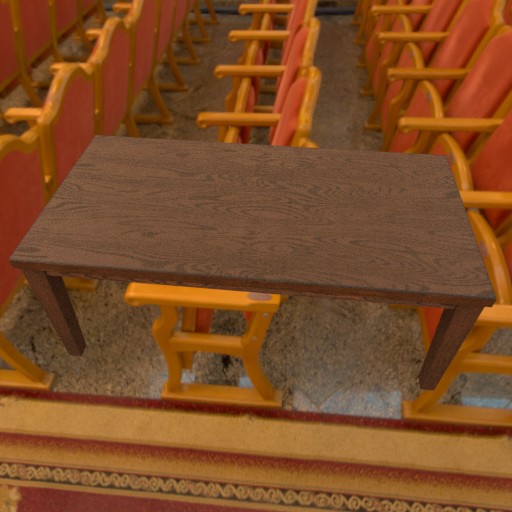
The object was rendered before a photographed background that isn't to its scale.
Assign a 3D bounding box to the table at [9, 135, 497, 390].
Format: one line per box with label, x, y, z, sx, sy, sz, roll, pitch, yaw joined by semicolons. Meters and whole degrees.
table;0.000;0.000;2.408;1.981;0.762;1.016;4;45;4
